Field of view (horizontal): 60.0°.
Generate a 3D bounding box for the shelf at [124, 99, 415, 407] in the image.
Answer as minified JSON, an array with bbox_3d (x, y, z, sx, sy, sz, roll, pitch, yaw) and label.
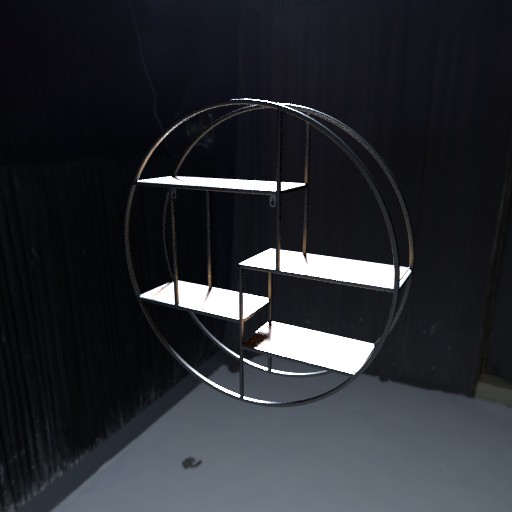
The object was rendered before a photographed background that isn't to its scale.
[{"bbox_3d":[0.000,0.000,1.347,0.888,0.888,0.202,8,17,28],"label":"shelf"}]
